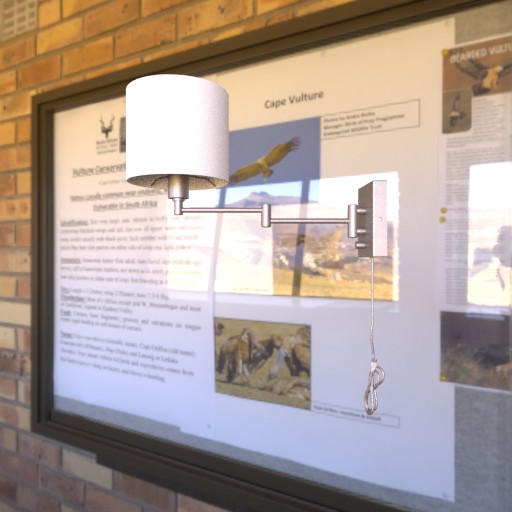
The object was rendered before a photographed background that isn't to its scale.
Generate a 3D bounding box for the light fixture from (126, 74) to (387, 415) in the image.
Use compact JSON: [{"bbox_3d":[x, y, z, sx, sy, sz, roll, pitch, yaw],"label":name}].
[{"bbox_3d":[0.000,0.000,0.901,0.516,0.651,0.203,0,0,-1],"label":"light fixture"}]
